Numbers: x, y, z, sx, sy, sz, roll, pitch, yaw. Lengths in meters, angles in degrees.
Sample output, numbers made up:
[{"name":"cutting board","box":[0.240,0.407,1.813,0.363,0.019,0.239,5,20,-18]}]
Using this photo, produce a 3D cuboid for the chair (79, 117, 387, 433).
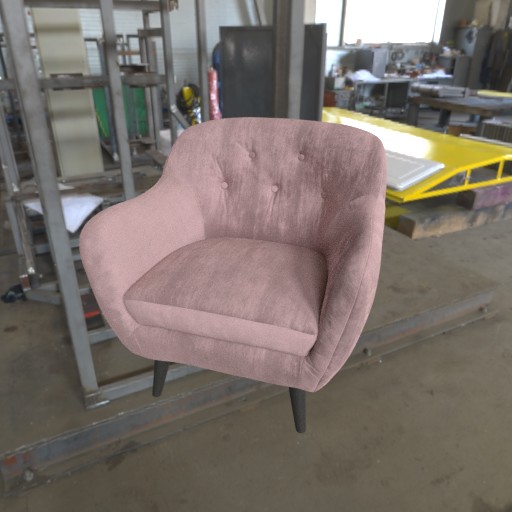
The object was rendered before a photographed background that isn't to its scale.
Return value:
[{"name":"chair","box":[0.000,0.000,1.551,0.840,0.820,0.820,8,27,16]}]
